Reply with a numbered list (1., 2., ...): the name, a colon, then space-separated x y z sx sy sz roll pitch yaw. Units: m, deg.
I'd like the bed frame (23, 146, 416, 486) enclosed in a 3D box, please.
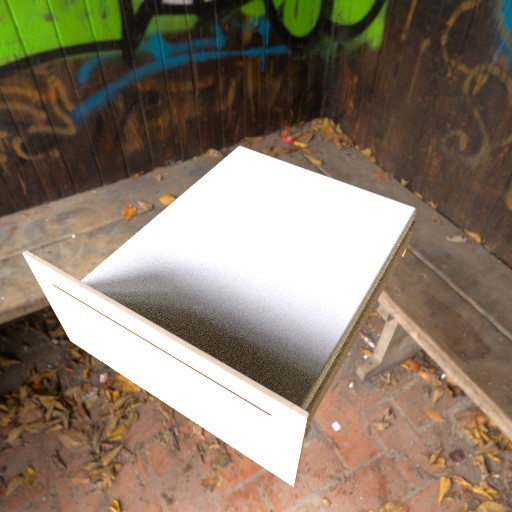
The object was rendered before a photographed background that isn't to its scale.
1. bed frame: 0.000 0.000 3.097 1.800 0.900 2.080 24 51 21
